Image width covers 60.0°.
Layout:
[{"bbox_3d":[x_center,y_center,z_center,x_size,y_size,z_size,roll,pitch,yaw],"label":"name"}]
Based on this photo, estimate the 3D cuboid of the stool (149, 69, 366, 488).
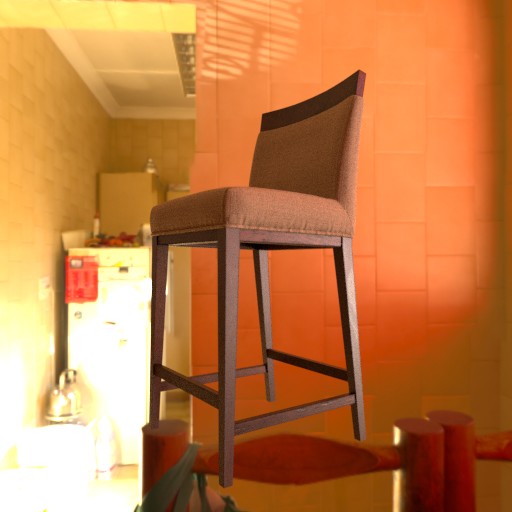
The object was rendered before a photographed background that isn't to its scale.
[{"bbox_3d":[0.000,0.000,1.273,0.480,1.011,0.463,0,-1,-35],"label":"stool"}]
